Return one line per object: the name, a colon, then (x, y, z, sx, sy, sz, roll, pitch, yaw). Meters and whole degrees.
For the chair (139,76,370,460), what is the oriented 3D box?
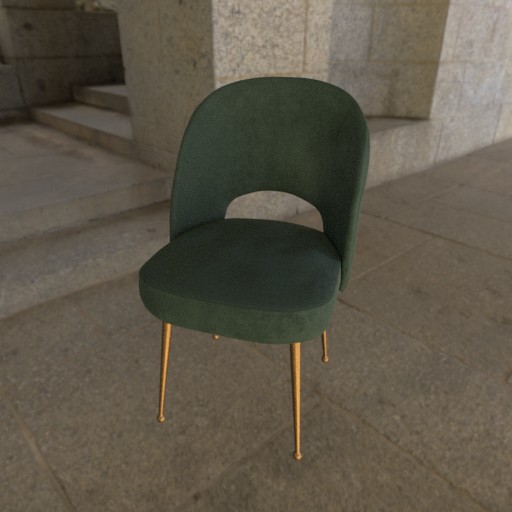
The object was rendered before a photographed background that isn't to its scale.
chair: (0.000, 0.000, 1.205, 0.527, 0.860, 0.577, 8, 28, 16)
